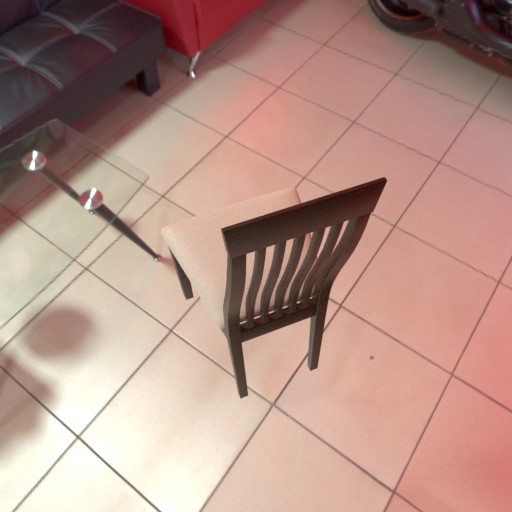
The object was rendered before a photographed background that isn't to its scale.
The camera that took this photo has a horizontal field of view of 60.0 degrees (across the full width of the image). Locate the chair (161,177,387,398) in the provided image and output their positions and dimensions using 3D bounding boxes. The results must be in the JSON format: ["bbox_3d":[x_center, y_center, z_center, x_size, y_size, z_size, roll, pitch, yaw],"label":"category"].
[{"bbox_3d":[0.000,0.000,1.261,0.460,1.027,0.474,-18,60,-11],"label":"chair"}]
